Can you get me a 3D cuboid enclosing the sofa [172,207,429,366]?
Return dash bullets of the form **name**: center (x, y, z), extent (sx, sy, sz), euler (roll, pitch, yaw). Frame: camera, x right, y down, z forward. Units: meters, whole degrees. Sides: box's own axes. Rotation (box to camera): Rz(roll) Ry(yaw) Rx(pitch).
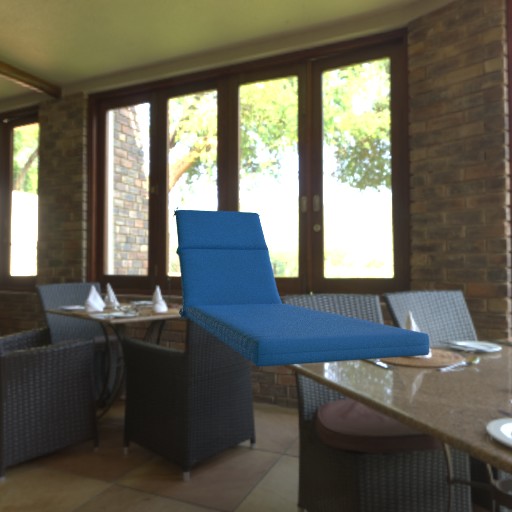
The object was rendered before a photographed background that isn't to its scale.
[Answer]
- **sofa**: center (0.000, 0.000, 1.964), extent (0.582, 0.622, 1.663), euler (1, -2, -17)
